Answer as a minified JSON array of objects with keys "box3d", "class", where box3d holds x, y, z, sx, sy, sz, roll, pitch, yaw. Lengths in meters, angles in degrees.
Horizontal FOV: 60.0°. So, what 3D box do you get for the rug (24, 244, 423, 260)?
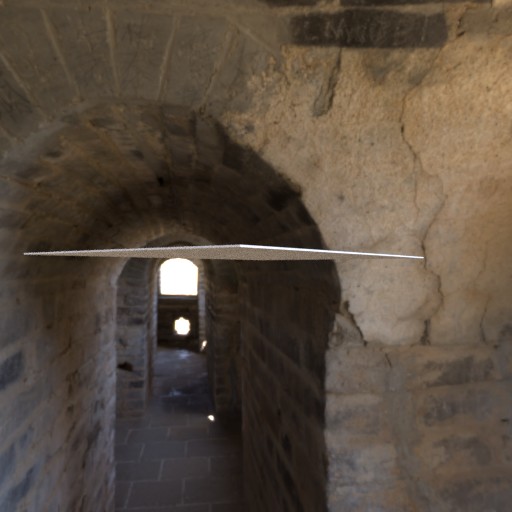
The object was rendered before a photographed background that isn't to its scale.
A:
[{"box3d":[0.000,0.000,2.901,1.522,0.008,2.284,-1,-2,36],"class":"rug"}]
